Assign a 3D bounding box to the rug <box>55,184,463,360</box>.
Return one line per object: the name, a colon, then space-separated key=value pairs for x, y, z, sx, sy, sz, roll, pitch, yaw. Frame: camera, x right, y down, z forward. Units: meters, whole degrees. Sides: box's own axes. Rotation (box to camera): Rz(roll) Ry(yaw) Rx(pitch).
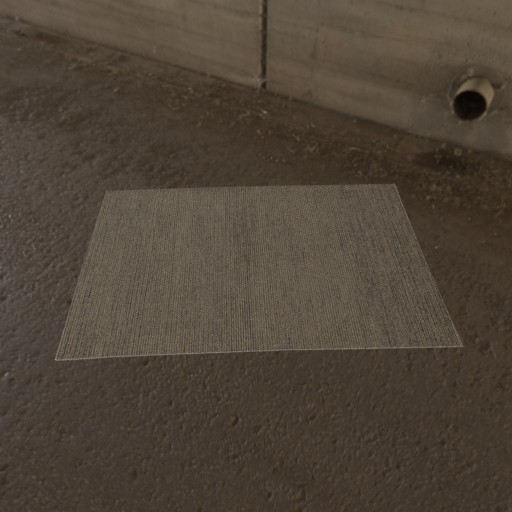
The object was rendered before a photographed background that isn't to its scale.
rug: x=0.000 y=0.000 z=2.304 sx=1.773 sy=0.021 sz=1.149 roll=-2 pitch=47 yaw=-1
